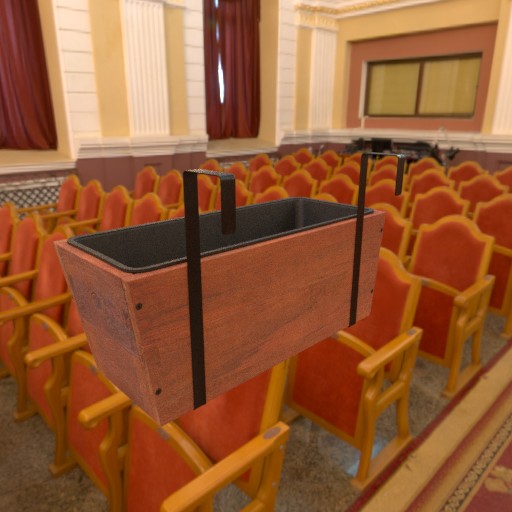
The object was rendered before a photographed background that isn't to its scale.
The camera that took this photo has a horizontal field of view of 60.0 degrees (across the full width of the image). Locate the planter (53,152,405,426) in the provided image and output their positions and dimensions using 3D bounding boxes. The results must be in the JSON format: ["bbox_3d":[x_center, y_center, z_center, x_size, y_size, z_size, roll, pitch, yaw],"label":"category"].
[{"bbox_3d":[0.000,0.000,0.654,0.480,0.289,0.262,-16,24,-41],"label":"planter"}]
